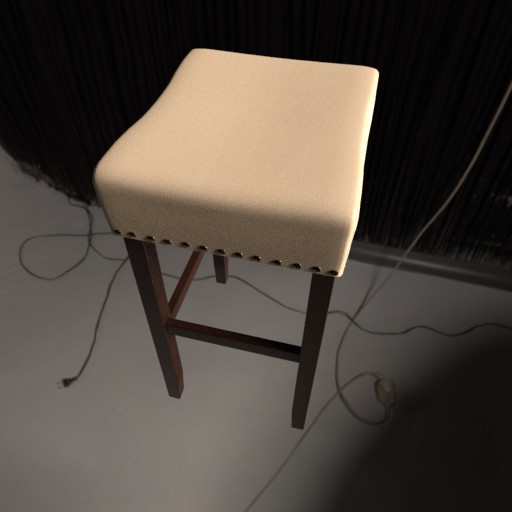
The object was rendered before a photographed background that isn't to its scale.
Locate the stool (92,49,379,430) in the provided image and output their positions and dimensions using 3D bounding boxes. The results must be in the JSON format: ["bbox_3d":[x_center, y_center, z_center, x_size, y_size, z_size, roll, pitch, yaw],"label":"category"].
[{"bbox_3d":[0.000,0.000,1.047,0.401,0.762,0.471,11,48,10],"label":"stool"}]
